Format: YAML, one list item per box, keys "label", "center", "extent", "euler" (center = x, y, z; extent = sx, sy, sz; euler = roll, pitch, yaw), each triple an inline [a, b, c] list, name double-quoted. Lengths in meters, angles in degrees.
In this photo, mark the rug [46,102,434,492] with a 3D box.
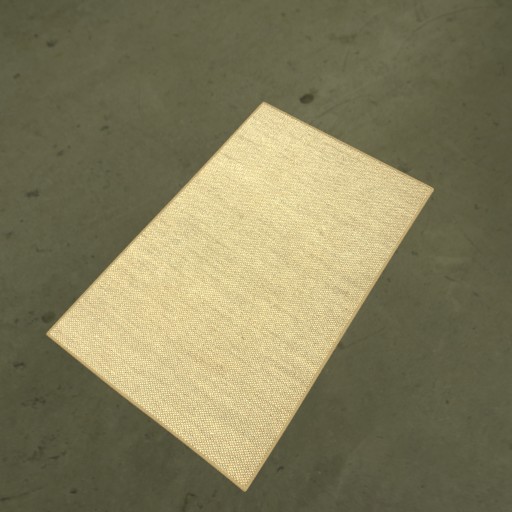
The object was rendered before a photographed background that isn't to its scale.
- label: "rug"
  center: [0.000, 0.000, 2.086]
  extent: [1.062, 0.013, 1.667]
  euler: [32, 67, 15]
